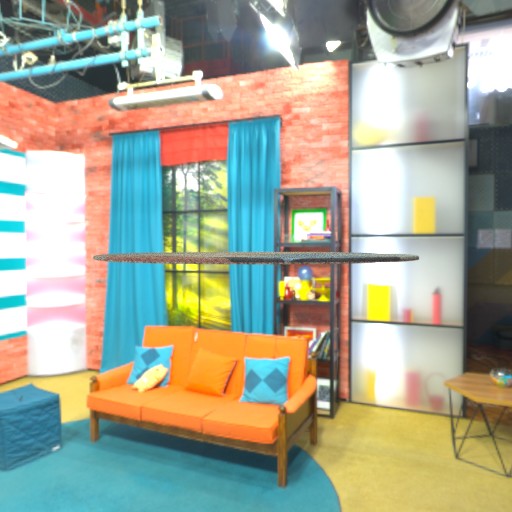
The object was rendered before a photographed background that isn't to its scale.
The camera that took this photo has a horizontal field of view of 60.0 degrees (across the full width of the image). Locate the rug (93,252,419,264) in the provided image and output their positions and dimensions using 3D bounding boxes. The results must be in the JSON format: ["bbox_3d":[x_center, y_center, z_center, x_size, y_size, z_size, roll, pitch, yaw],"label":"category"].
[{"bbox_3d":[0.000,0.000,3.563,2.461,0.033,2.461,0,1,0],"label":"rug"}]
